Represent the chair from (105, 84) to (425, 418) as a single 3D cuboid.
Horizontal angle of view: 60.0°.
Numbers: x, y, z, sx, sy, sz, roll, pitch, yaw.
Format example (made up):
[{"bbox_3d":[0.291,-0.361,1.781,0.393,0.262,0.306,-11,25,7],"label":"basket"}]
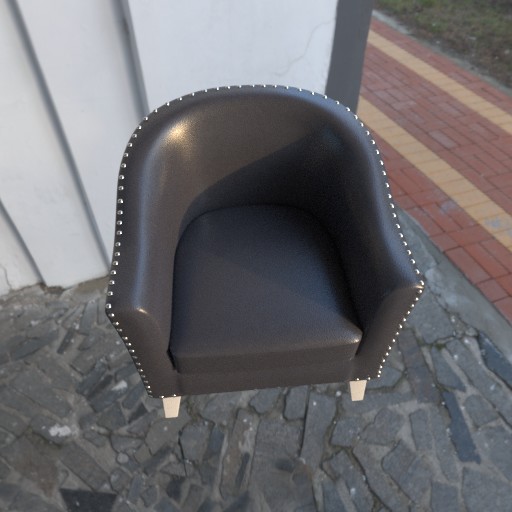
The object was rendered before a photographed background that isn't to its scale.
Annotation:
[{"bbox_3d":[0.000,0.000,1.457,0.794,0.823,0.748,-4,47,-4],"label":"chair"}]
